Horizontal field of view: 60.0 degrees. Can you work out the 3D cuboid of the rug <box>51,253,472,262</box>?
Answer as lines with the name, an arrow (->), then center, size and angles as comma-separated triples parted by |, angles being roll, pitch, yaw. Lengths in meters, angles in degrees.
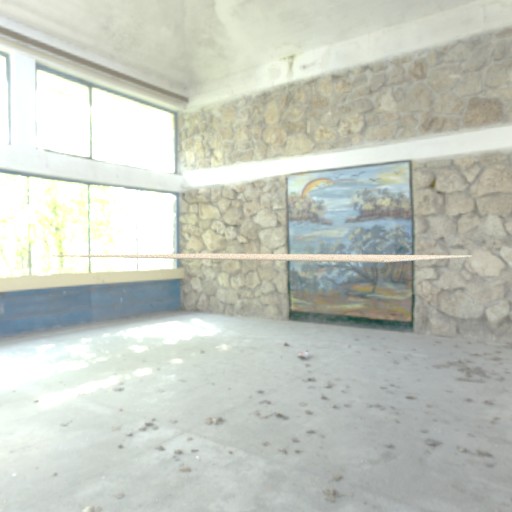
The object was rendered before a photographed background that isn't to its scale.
rug -> 0.000, 0.000, 2.309 | 1.828, 0.007, 1.220 | 1, 1, 37
